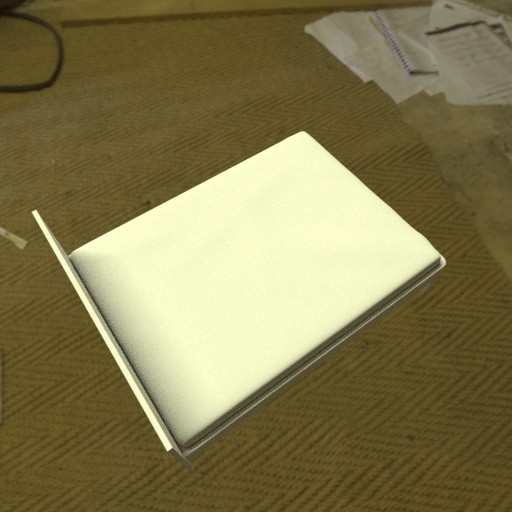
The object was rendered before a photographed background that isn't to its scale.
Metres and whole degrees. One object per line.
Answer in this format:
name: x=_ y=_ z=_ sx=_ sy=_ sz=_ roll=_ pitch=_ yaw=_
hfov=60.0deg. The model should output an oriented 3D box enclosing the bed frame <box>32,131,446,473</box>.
bed frame: x=0.000 y=0.000 z=2.746 sx=1.950 sy=0.800 sz=1.490 roll=-31 pitch=63 yaw=-18
